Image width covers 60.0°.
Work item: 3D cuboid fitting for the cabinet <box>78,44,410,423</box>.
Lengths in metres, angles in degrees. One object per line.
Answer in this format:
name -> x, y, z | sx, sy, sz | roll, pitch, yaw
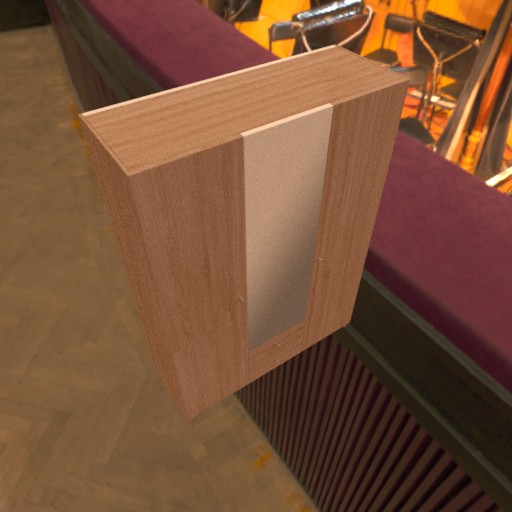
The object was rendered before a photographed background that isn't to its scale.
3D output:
cabinet -> 0.000, 0.000, 2.831 | 1.500, 2.120, 0.590 | -25, 50, -23
